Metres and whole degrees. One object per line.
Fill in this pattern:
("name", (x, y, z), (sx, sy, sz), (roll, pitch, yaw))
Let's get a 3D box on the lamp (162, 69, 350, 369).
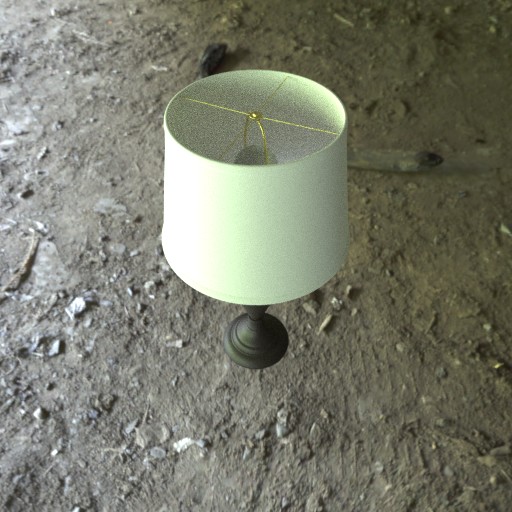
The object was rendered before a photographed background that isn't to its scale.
("lamp", (0.000, 0.000, 0.852), (0.335, 0.611, 0.335), (0, 48, 0))
